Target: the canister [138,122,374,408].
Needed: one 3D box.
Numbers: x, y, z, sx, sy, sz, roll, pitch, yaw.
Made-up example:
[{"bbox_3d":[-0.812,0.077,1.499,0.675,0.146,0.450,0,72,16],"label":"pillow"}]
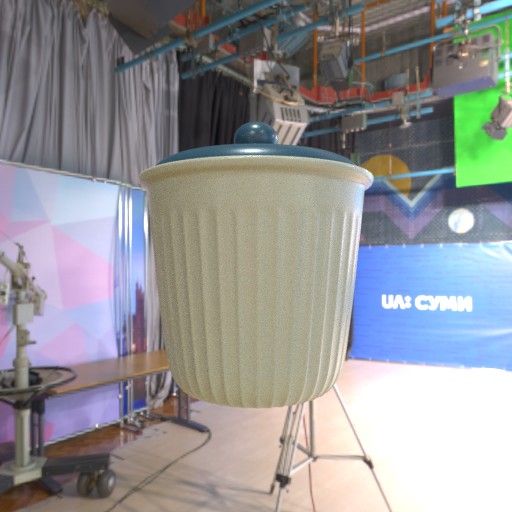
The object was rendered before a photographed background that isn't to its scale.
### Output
[{"bbox_3d":[0.000,0.000,0.352,0.181,0.211,0.181,0,0,0],"label":"canister"}]
